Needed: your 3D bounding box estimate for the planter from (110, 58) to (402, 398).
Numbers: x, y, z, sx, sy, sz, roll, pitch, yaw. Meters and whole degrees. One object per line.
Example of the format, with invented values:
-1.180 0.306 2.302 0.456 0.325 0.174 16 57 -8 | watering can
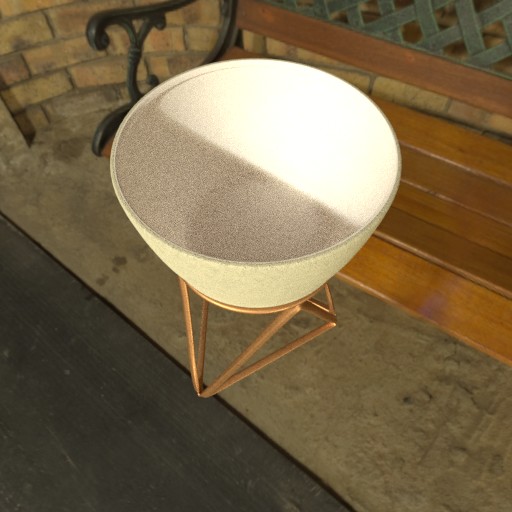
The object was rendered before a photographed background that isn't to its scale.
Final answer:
0.000 0.000 0.750 0.350 0.504 0.350 1 58 0 | planter
